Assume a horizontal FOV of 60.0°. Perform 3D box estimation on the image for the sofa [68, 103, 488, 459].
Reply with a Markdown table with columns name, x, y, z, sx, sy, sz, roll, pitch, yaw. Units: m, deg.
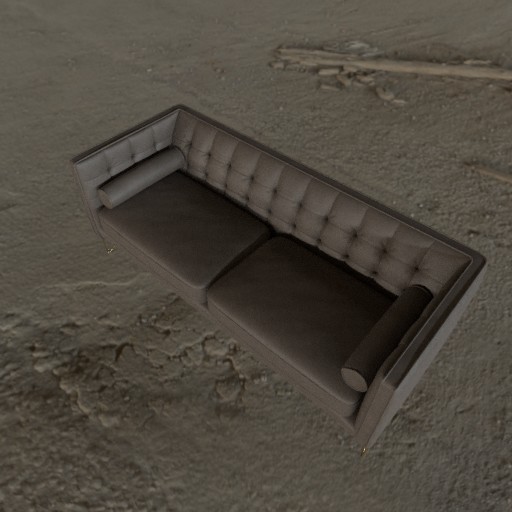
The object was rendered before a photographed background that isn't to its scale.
| name | x | y | z | sx | sy | sz | roll | pitch | yaw |
| --- | --- | --- | --- | --- | --- | --- | --- | --- | --- |
| sofa | 0.000 | 0.000 | 2.482 | 2.087 | 0.789 | 0.867 | 33 | 56 | 27 |
